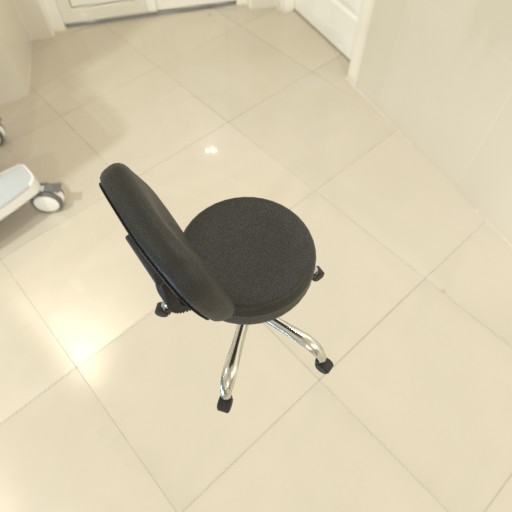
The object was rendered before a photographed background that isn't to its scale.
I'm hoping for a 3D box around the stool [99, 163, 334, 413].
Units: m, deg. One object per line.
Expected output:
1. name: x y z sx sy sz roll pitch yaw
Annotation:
1. stool: 0.000 0.000 1.335 0.648 0.862 0.673 -31 63 -18
